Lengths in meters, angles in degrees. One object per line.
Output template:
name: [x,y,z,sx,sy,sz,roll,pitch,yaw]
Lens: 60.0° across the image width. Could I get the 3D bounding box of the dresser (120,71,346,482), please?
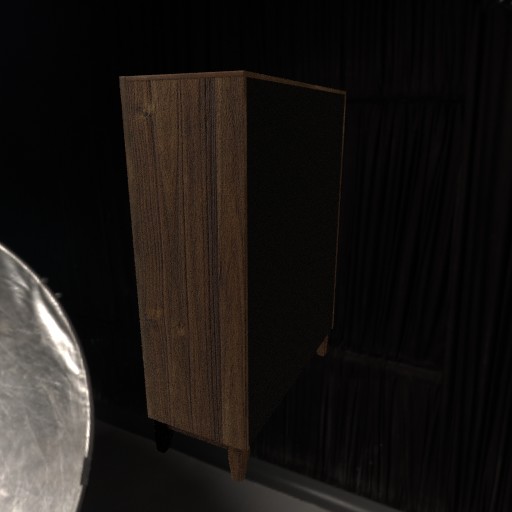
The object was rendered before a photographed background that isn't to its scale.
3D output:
dresser: [0.000,0.000,1.938,0.442,1.393,1.062,8,19,24]
